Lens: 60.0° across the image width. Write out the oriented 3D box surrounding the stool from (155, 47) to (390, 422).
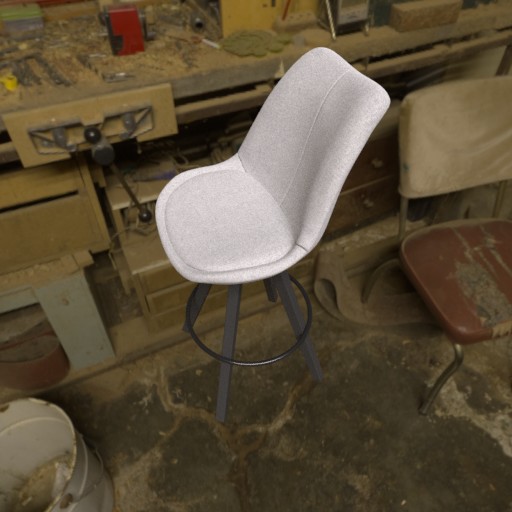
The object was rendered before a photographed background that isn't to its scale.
[{"bbox_3d":[0.000,0.000,1.393,0.550,1.115,0.485,-17,49,-16],"label":"stool"}]
